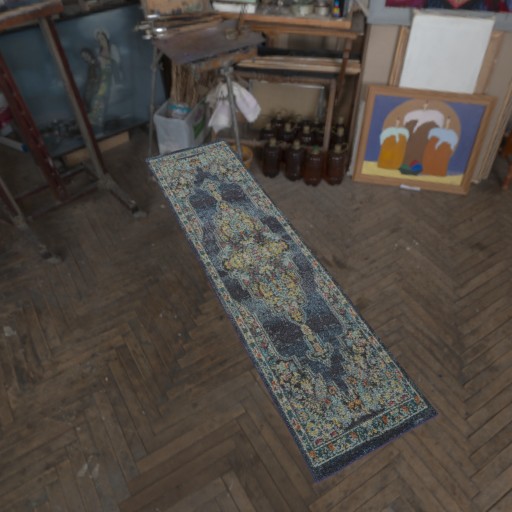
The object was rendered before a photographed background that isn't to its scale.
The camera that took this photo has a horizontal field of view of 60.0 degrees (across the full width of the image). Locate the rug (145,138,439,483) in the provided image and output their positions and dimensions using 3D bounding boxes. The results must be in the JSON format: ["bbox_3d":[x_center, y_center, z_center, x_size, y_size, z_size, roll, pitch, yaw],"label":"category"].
[{"bbox_3d":[0.000,0.000,2.448,0.602,0.016,2.283,-20,51,-17],"label":"rug"}]
